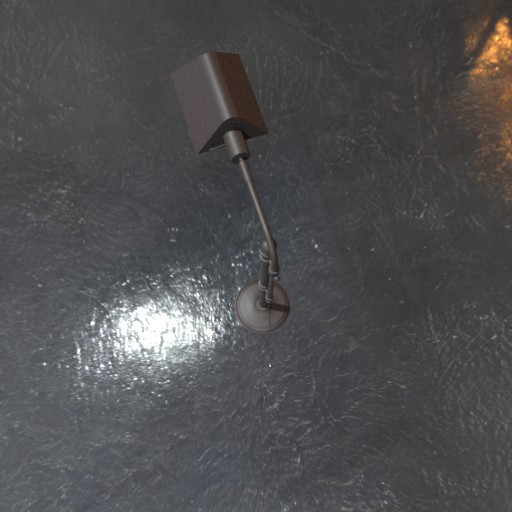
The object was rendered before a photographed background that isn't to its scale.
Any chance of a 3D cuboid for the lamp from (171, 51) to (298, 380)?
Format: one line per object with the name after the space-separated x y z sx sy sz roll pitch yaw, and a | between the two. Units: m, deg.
0.000 0.000 0.946 0.159 0.708 0.545 -18 76 -5 | lamp
